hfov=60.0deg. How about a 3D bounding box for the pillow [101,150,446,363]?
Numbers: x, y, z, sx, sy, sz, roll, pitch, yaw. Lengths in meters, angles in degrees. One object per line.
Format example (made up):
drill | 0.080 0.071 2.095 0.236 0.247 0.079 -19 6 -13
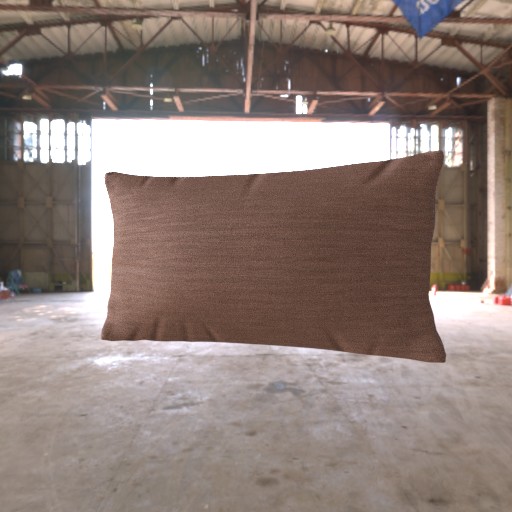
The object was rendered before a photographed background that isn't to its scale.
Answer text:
pillow | 0.000 0.000 0.802 0.633 0.338 0.210 0 0 17
